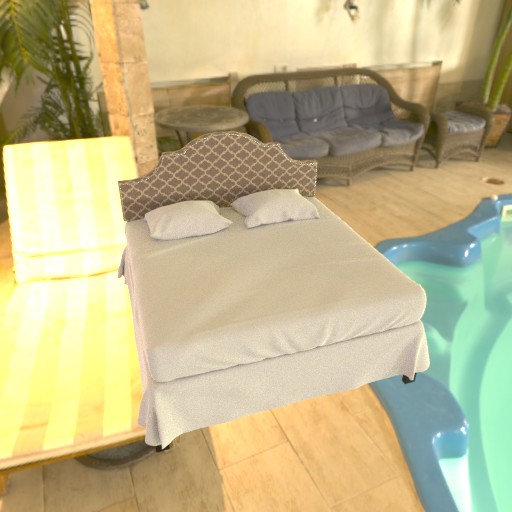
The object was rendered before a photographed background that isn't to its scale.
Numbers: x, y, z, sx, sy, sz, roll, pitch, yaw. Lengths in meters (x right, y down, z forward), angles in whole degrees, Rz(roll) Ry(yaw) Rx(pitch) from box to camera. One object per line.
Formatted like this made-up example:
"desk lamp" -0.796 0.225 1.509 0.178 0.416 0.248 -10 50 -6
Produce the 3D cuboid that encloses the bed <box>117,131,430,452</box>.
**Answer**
"bed" 0.000 0.000 3.692 2.314 1.601 2.222 -9 31 -16
